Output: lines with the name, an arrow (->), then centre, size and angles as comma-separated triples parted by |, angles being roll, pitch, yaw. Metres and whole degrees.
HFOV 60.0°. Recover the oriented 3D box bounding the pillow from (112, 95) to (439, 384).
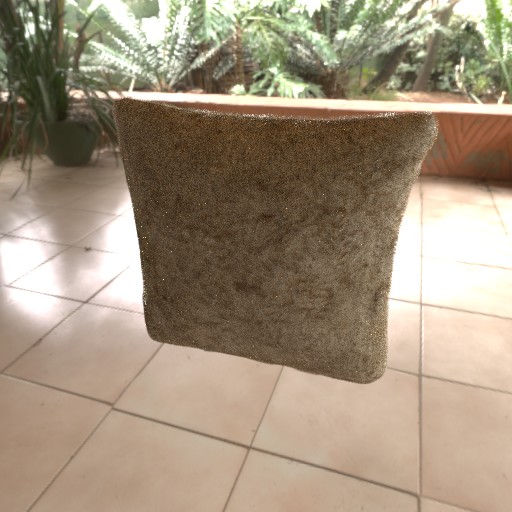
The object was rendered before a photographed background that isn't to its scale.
pillow -> 0.000, 0.000, 0.798 | 0.538, 0.525, 0.216 | 8, 29, 16
